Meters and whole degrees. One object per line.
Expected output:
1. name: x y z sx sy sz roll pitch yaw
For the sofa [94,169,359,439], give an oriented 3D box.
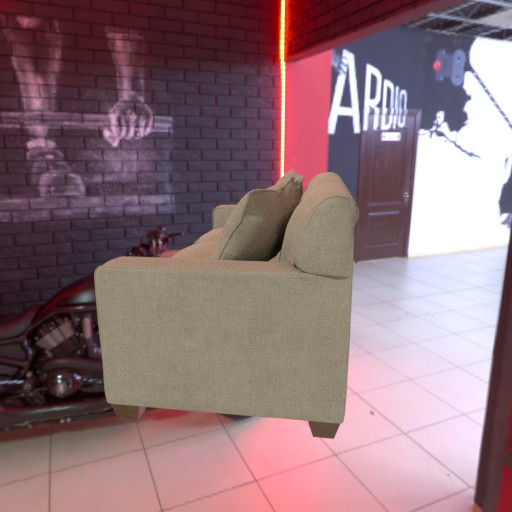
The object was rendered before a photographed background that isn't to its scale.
1. sofa: 0.000 0.000 2.571 0.997 0.958 2.024 2 13 8
